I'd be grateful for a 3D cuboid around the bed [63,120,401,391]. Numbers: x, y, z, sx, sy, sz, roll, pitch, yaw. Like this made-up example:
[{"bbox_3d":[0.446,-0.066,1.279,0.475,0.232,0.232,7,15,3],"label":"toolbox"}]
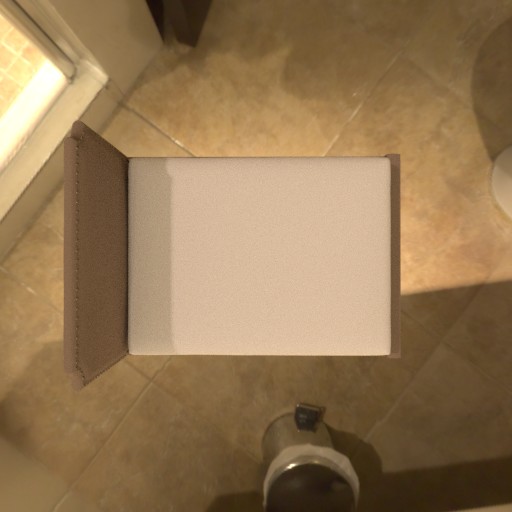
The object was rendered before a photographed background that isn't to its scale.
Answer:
[{"bbox_3d":[0.000,0.000,3.381,2.372,1.443,1.713,0,90,1],"label":"bed"}]
